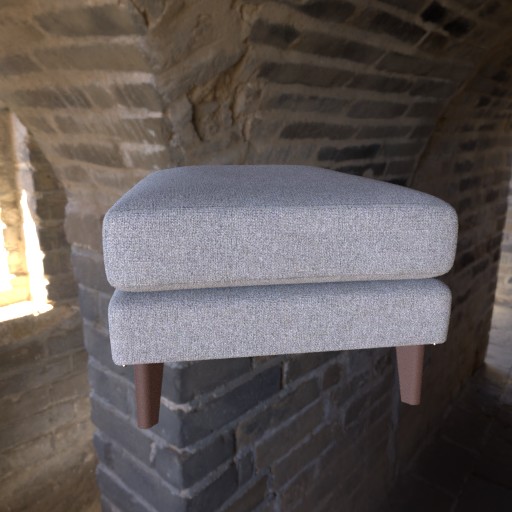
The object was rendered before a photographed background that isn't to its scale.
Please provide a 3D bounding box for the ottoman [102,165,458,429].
[{"bbox_3d":[0.000,0.000,1.146,0.611,0.441,0.821,-2,15,-8],"label":"ottoman"}]
